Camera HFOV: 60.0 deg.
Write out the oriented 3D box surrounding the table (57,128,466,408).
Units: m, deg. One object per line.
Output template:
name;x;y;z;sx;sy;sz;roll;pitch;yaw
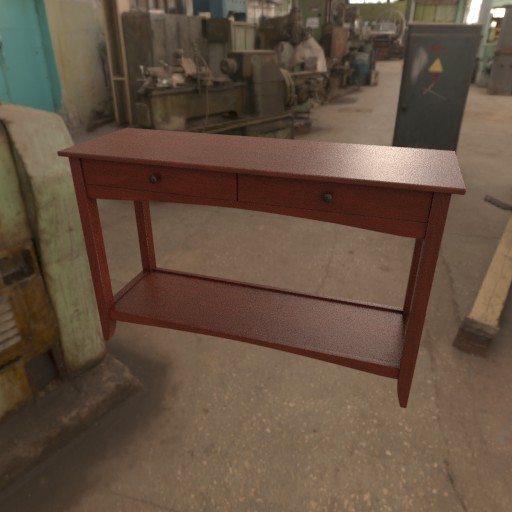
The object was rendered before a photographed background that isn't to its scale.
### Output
table;0.000;0.000;1.559;1.188;0.739;0.392;8;28;16
